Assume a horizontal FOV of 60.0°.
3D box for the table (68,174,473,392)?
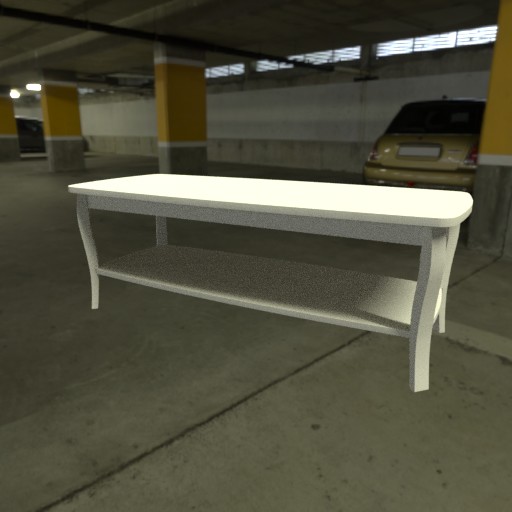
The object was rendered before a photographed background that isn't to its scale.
[{"bbox_3d":[0.000,0.000,1.571,1.334,0.474,0.561,8,18,27],"label":"table"}]
